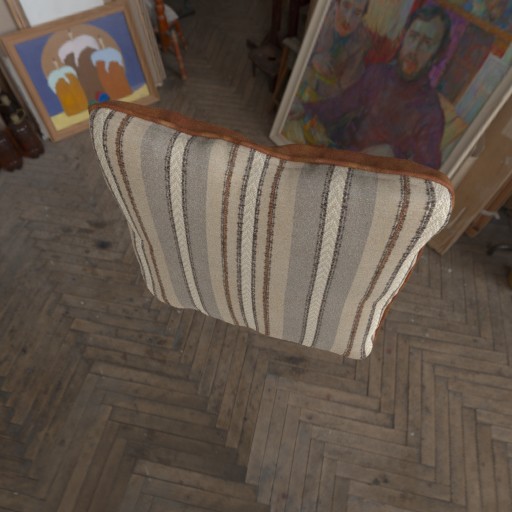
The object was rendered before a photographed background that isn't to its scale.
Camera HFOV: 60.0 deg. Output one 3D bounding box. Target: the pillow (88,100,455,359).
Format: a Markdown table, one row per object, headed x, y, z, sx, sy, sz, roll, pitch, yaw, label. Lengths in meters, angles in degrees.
| x | y | z | sx | sy | sz | roll | pitch | yaw | label |
| --- | --- | --- | --- | --- | --- | --- | --- | --- | --- |
| 0.000 | 0.000 | 0.734 | 0.489 | 0.490 | 0.130 | 15 | 57 | 10 | pillow |
